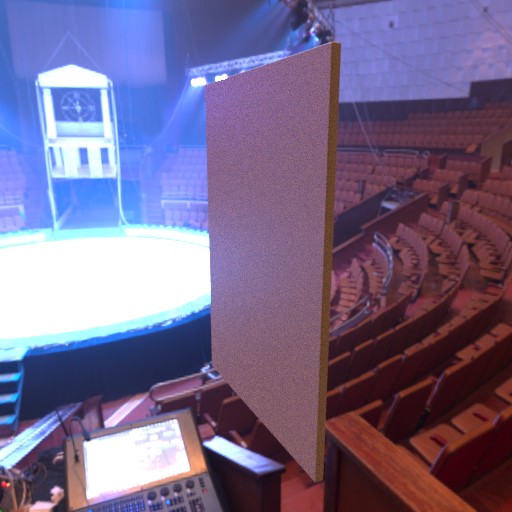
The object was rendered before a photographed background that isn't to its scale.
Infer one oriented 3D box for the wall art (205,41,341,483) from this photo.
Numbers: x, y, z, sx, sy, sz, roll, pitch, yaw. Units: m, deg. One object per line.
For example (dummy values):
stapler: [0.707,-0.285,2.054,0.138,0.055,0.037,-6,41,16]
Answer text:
wall art: [0.000,0.000,0.612,0.011,0.482,0.329,-7,15,-26]
